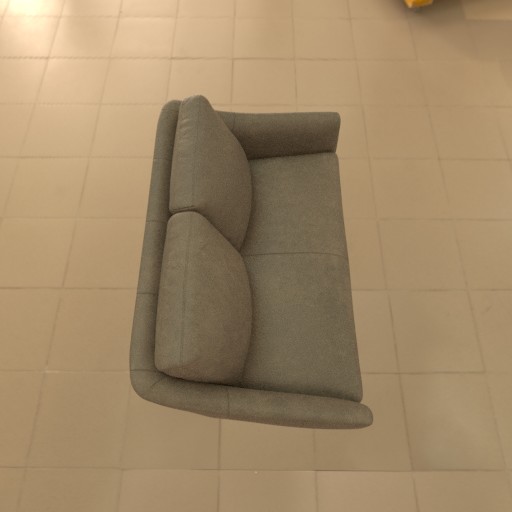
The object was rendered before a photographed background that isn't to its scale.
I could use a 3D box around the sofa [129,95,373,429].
[{"bbox_3d":[0.000,0.000,2.213,0.960,0.902,1.619,0,64,0],"label":"sofa"}]
